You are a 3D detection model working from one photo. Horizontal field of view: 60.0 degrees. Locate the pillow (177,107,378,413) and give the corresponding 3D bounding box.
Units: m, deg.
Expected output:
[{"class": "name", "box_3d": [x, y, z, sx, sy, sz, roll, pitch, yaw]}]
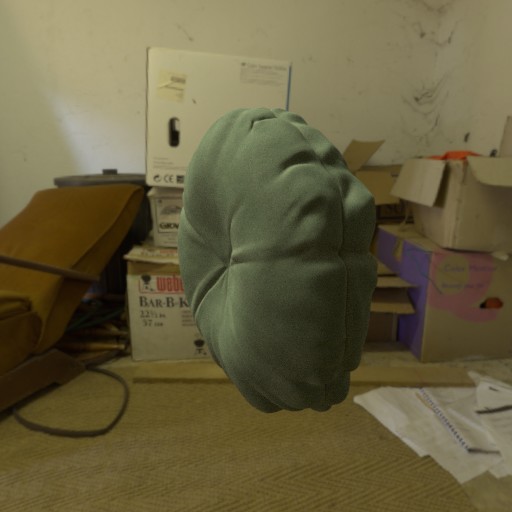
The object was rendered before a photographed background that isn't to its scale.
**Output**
[{"class": "pillow", "box_3d": [0.000, 0.000, 0.638, 0.148, 0.407, 0.428, -7, 16, -27]}]
